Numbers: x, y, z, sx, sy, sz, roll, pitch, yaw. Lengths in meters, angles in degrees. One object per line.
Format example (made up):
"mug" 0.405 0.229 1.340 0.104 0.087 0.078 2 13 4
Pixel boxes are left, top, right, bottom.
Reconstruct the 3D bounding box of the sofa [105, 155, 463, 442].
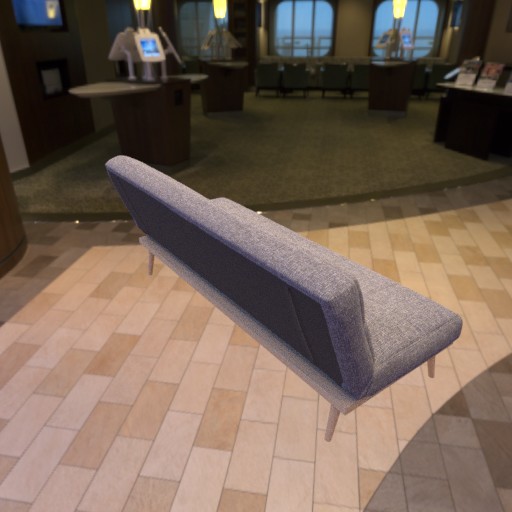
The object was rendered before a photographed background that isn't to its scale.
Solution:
"sofa" 0.000 0.000 2.234 0.820 0.770 1.820 -19 33 -32
